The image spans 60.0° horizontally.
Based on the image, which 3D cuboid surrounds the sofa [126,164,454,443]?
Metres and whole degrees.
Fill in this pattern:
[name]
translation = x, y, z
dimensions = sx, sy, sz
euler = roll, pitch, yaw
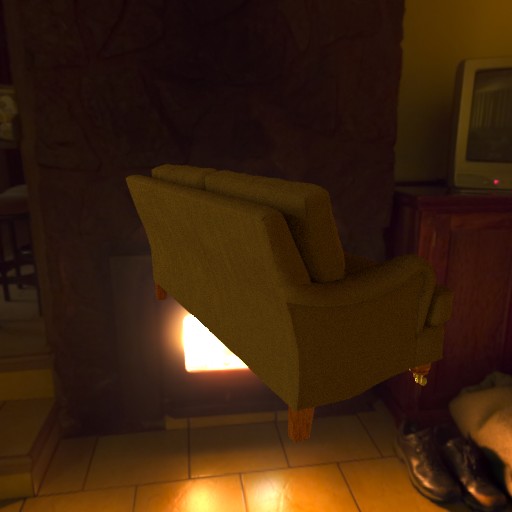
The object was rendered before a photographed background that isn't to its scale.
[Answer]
[sofa]
translation = 0.000, 0.000, 2.783
dimensions = 1.086, 1.087, 2.165
euler = -8, 16, -28
